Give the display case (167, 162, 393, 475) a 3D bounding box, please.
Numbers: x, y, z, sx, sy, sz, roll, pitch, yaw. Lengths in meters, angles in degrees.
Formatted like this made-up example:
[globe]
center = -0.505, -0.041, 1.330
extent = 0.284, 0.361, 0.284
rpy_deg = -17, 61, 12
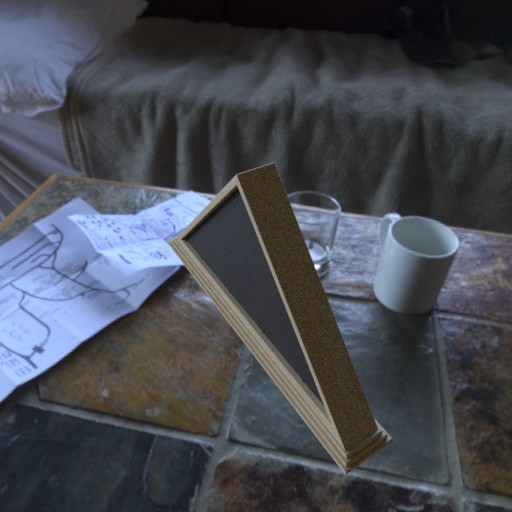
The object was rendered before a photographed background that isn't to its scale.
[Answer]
[display case]
center = 0.000, 0.000, 0.763
extent = 0.095, 0.340, 0.640
rpy_deg = -23, 46, -24
